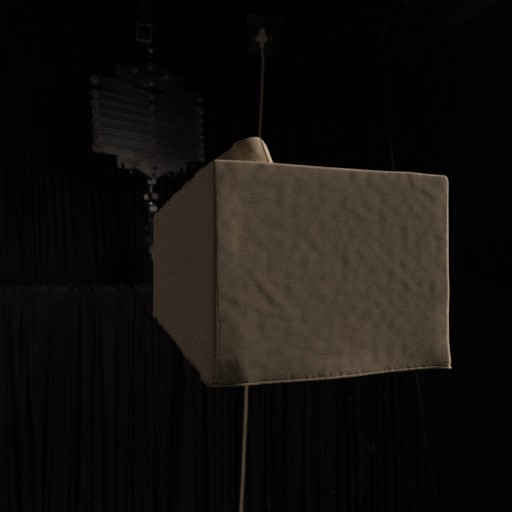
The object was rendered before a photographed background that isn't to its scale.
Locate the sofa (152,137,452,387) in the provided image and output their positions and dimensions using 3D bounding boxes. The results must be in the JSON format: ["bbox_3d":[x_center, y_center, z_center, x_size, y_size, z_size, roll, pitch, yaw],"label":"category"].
[{"bbox_3d":[0.000,0.000,2.448,0.956,0.847,1.987,0,0,-18],"label":"sofa"}]
